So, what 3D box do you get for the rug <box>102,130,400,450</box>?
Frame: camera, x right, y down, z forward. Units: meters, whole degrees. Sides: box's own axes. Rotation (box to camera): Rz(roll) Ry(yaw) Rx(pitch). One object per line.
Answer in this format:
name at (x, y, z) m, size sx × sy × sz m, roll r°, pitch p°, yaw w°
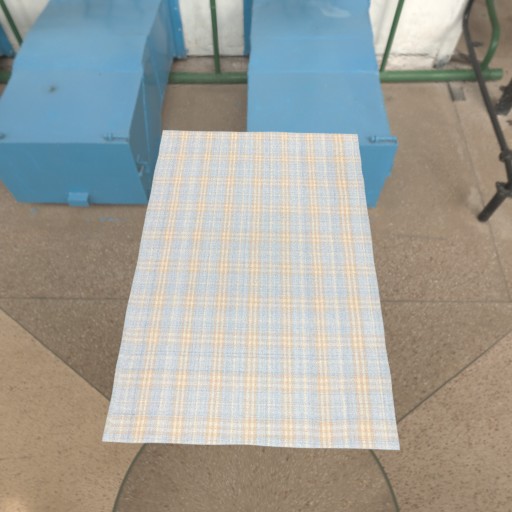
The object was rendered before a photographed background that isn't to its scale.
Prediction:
rug at (0.000, 0.000, 2.296) m, size 1.231 × 0.012 × 1.835 m, roll 1°, pitch 58°, yaw 1°
